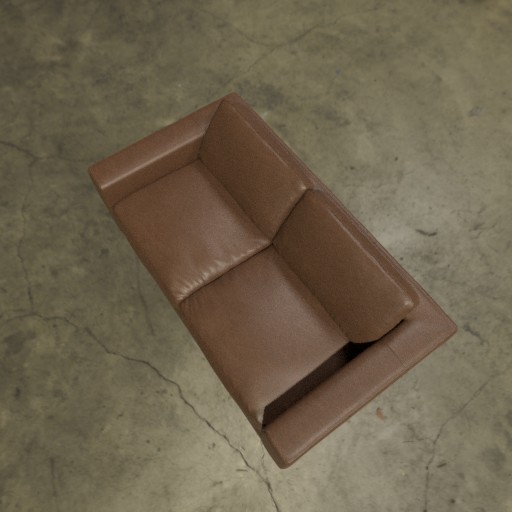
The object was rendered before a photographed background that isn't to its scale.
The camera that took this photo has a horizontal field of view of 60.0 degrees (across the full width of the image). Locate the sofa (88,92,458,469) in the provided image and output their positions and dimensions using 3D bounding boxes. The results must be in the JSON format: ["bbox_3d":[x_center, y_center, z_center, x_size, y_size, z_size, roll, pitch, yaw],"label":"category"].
[{"bbox_3d":[0.000,0.000,2.474,1.070,0.800,1.920,-33,68,-15],"label":"sofa"}]
